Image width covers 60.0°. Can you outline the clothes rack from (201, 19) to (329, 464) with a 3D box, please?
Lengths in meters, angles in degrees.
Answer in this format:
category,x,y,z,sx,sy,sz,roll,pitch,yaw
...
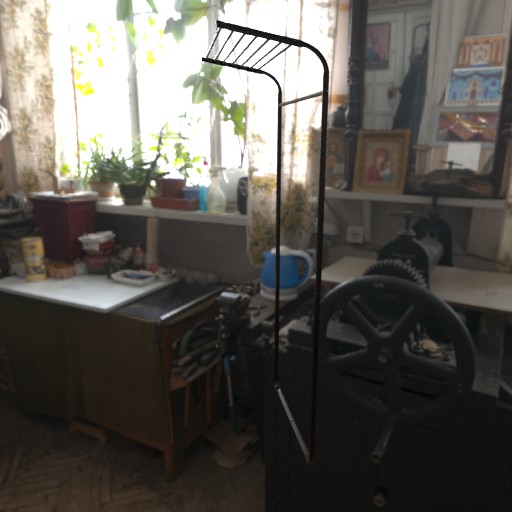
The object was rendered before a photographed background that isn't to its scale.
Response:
category,x,y,z,sx,sy,sz,roll,pitch,yaw
clothes rack,0.000,0.000,1.786,0.349,1.574,0.609,-3,15,-11
